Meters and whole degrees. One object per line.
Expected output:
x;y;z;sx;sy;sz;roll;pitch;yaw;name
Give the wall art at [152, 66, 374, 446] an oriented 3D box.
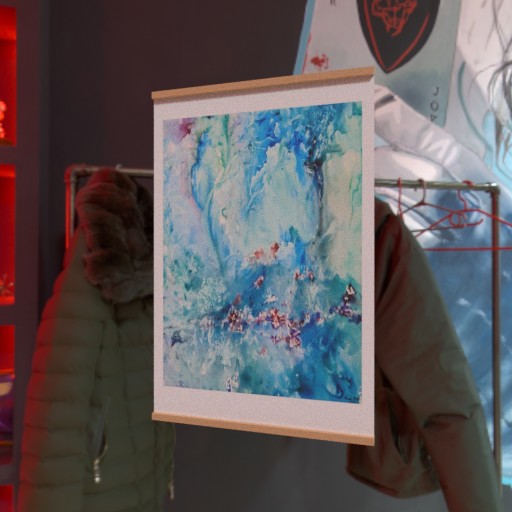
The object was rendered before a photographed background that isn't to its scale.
0.000;0.000;1.922;0.991;1.510;0.040;0;0;17;wall art
